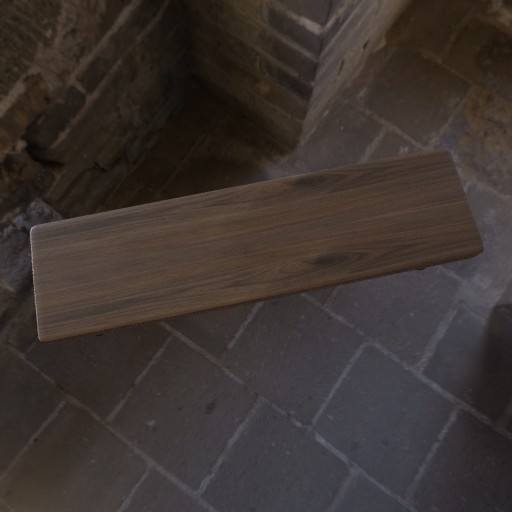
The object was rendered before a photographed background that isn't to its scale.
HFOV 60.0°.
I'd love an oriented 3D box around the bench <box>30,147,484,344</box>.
[{"bbox_3d":[0.000,0.000,1.796,1.570,0.462,0.425,-11,75,-3],"label":"bench"}]
